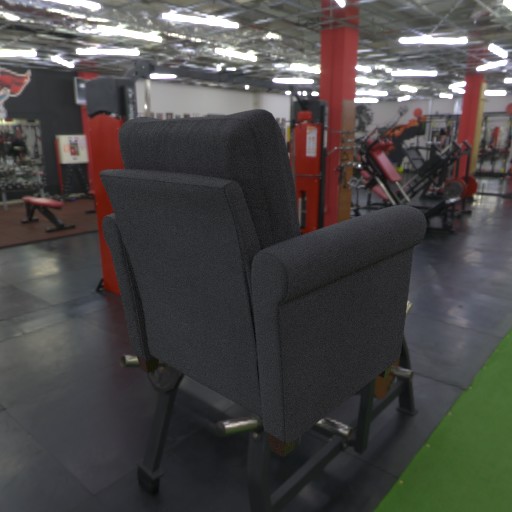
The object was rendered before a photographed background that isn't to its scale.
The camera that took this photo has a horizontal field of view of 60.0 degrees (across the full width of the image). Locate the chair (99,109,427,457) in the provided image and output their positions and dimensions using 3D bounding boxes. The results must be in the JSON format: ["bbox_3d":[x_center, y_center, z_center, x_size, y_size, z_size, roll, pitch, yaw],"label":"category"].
[{"bbox_3d":[0.000,0.000,1.565,0.867,0.942,0.828,14,20,41],"label":"chair"}]
